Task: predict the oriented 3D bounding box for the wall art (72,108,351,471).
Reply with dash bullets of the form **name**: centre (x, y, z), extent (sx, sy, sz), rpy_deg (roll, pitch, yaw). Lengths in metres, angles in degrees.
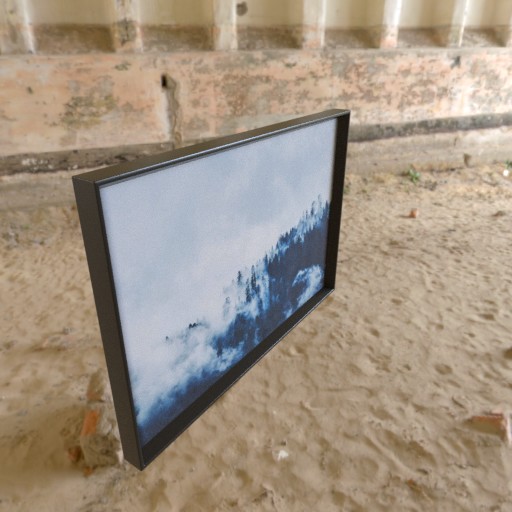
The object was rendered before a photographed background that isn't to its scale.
- **wall art**: centre (0.000, 0.000, 1.171), extent (0.058, 0.640, 0.939), rpy_deg (17, 31, 31)
